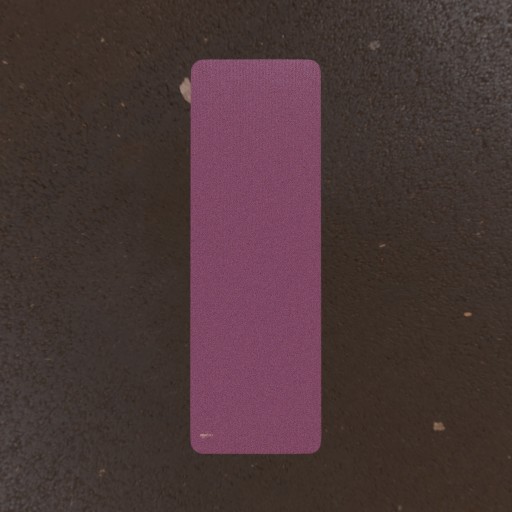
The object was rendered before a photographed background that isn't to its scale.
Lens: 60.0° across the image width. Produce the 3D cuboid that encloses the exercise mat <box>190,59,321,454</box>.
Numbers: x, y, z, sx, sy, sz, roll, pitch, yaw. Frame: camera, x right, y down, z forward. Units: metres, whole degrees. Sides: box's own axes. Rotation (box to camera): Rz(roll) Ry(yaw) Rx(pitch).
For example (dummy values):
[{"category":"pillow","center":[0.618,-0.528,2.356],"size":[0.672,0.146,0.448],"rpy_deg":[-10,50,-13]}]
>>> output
[{"category":"exercise mat","center":[0.000,0.000,2.099],"size":[0.616,0.021,1.869],"rpy_deg":[0,90,-1]}]
